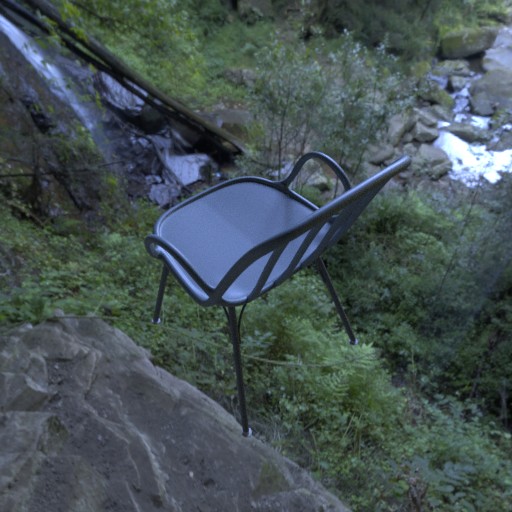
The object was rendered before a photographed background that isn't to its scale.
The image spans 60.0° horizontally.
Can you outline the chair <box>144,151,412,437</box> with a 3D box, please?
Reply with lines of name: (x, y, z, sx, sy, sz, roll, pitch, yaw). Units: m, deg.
chair: (0.000, 0.000, 1.256, 0.549, 0.816, 0.597, -32, 54, -27)
